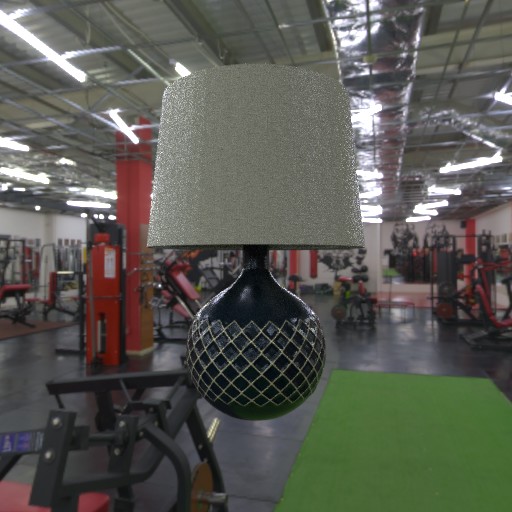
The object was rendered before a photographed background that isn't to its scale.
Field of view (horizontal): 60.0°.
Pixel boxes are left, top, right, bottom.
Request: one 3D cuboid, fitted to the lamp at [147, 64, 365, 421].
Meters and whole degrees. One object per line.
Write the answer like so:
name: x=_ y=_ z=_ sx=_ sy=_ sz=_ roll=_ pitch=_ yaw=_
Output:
lamp: x=0.000 y=0.000 z=0.785 sx=0.376 sy=0.540 sz=0.376 roll=0 pitch=-1 yaw=0
